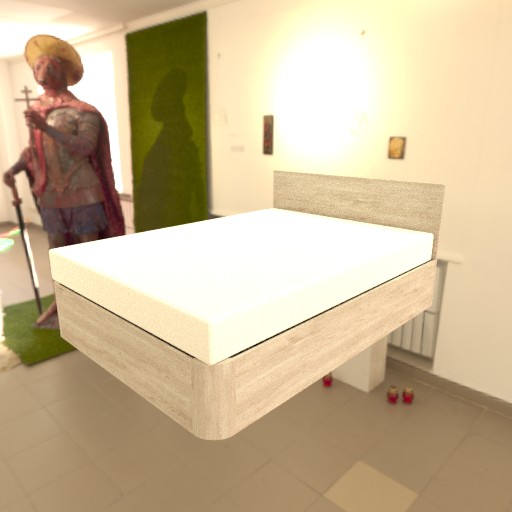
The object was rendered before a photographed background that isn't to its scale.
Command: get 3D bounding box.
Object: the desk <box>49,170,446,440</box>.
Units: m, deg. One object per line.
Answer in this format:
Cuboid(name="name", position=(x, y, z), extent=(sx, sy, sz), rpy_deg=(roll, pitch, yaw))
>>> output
Cuboid(name="desk", position=(0.000, 0.000, 2.637), extent=(1.400, 0.800, 1.900), rpy_deg=(15, 22, 42))
